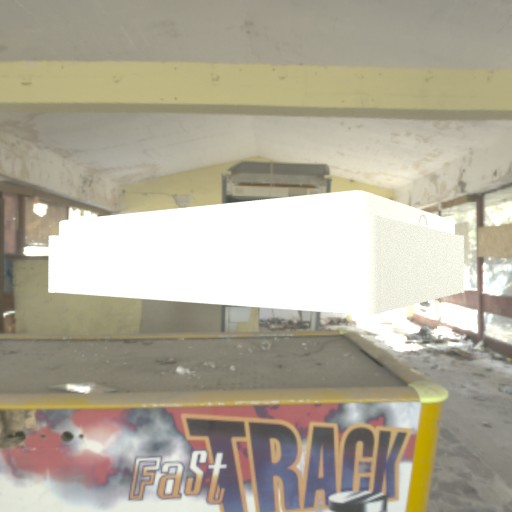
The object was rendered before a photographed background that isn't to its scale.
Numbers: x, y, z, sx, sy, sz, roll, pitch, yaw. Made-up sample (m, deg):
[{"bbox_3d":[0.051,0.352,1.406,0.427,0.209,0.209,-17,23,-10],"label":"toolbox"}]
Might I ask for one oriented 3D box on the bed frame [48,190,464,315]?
[{"bbox_3d":[0.000,0.000,2.489,1.900,0.406,1.400,-1,-1,36],"label":"bed frame"}]
